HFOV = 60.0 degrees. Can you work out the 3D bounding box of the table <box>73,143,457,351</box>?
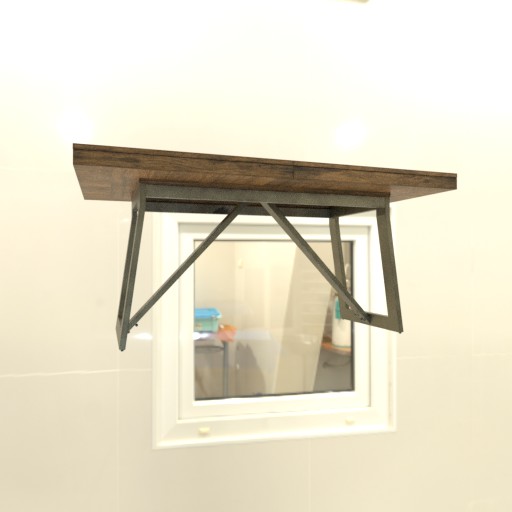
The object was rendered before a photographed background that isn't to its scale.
[{"bbox_3d":[0.000,0.000,2.214,1.641,0.757,0.931,0,-1,-19],"label":"table"}]
